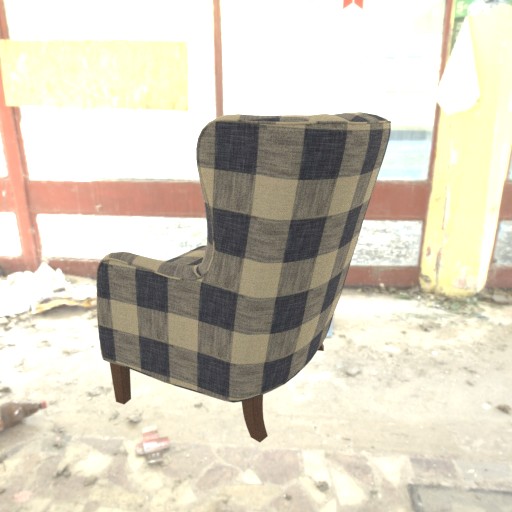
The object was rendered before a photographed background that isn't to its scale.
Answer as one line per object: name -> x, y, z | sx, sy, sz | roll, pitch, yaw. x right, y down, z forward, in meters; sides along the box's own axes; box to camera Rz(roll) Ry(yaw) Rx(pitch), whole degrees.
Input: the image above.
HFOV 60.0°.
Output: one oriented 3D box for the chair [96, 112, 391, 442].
chair -> 0.000, 0.000, 1.691 | 0.889, 1.041, 0.830 | 8, 19, 24
